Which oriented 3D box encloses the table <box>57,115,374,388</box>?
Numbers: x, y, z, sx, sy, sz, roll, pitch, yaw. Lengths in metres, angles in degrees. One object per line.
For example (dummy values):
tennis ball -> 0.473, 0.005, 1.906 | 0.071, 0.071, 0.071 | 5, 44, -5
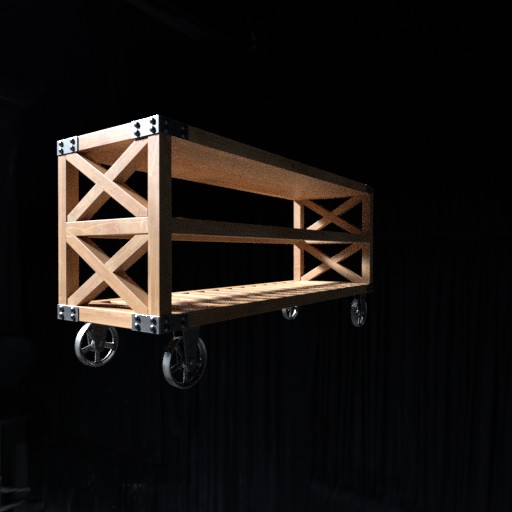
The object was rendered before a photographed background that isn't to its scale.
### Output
table -> 0.000, 0.000, 1.834 | 0.467, 0.711, 1.487 | 0, 1, 35
